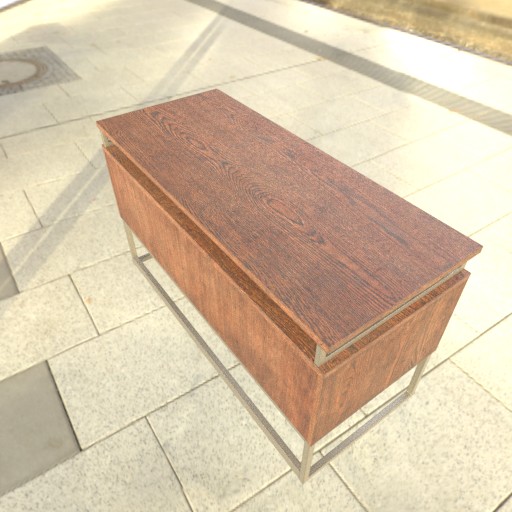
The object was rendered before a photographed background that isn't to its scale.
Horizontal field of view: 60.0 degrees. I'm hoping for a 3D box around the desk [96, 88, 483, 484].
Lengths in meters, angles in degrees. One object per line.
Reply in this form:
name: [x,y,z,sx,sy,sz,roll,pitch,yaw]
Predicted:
desk: [0.000,0.000,1.789,0.610,0.792,1.384,-26,48,-26]
